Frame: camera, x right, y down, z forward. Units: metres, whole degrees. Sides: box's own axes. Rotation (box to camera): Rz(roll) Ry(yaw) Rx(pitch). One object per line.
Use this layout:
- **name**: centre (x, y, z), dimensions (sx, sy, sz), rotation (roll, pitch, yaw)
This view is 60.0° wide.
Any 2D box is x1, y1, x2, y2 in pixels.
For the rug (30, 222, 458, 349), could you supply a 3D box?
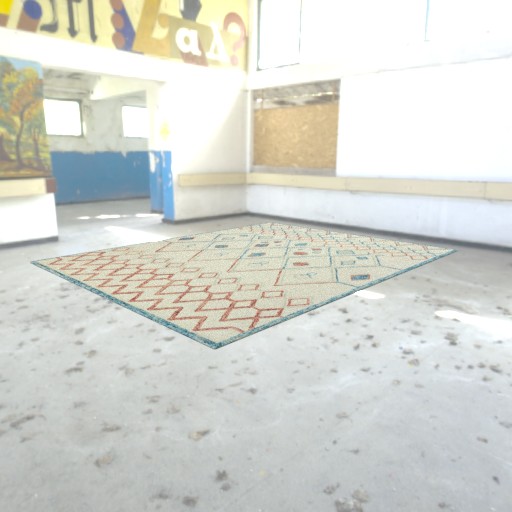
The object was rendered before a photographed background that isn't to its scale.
- **rug**: centre (0.000, 0.000, 4.019), dimensions (2.441, 0.016, 3.050), rotation (13, 18, 43)
